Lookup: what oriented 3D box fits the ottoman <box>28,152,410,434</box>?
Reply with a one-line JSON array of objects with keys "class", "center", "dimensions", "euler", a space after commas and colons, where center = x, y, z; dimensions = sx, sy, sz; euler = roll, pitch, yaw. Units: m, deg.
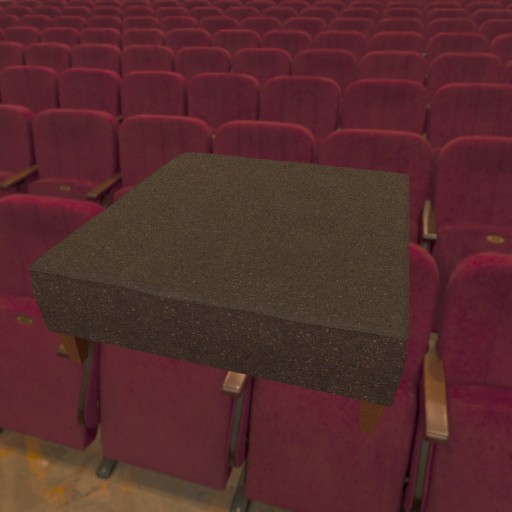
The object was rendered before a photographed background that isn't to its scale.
[{"class": "ottoman", "center": [0.000, 0.000, 1.534], "dimensions": [0.968, 0.382, 1.004], "euler": [9, 33, 14]}]
